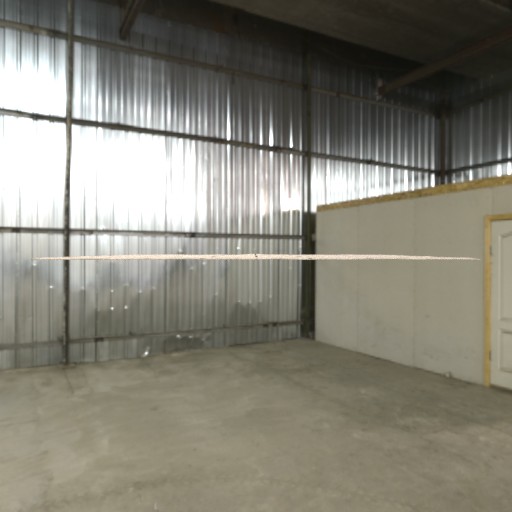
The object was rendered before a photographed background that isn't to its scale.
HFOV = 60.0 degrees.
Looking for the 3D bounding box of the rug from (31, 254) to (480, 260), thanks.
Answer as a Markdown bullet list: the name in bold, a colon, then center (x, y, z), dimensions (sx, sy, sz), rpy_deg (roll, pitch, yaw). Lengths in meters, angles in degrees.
- **rug**: center (0.000, 0.000, 4.210), dimensions (3.061, 0.022, 2.468), rpy_deg (0, 1, 0)
